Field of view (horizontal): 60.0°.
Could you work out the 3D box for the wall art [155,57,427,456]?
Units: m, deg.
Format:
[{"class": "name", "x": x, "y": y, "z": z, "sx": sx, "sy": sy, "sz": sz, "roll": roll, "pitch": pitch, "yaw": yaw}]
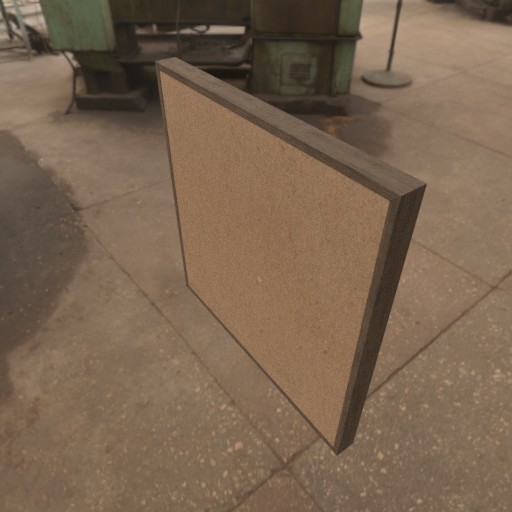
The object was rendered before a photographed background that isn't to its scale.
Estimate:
[{"class": "wall art", "x": 0.000, "y": 0.000, "z": 0.741, "sx": 0.038, "sy": 0.508, "sz": 0.508, "roll": -25, "pitch": 46, "yaw": -27}]
